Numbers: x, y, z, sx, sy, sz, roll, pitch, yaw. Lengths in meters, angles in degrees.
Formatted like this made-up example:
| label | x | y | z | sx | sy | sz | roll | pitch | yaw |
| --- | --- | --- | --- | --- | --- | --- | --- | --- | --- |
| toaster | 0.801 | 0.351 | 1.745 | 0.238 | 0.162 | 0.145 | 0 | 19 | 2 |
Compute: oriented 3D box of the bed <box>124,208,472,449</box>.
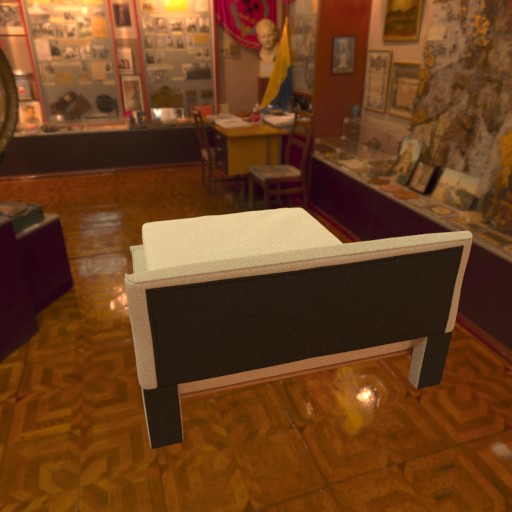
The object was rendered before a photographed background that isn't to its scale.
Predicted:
| label | x | y | z | sx | sy | sz | roll | pitch | yaw |
| --- | --- | --- | --- | --- | --- | --- | --- | --- | --- |
| bed | 0.000 | 0.000 | 3.582 | 1.980 | 1.126 | 2.498 | -7 | 27 | -14 |
